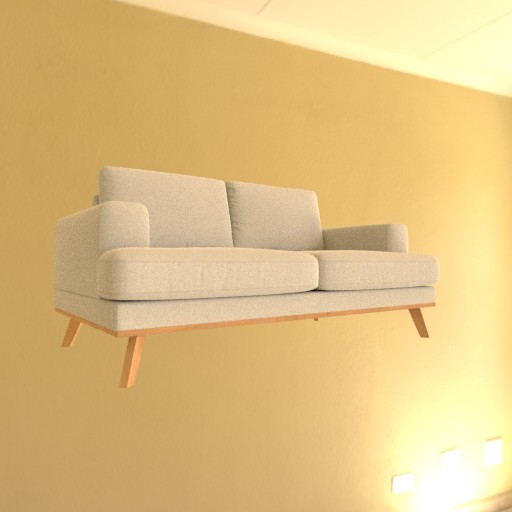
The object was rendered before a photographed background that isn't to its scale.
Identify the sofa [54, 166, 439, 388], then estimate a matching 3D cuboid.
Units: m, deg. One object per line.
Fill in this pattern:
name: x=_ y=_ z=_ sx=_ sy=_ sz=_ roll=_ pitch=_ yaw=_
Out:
sofa: x=0.000 y=0.000 z=2.108 sx=1.651 sy=0.810 sz=0.915 roll=1 pitch=-1 yaw=-35
